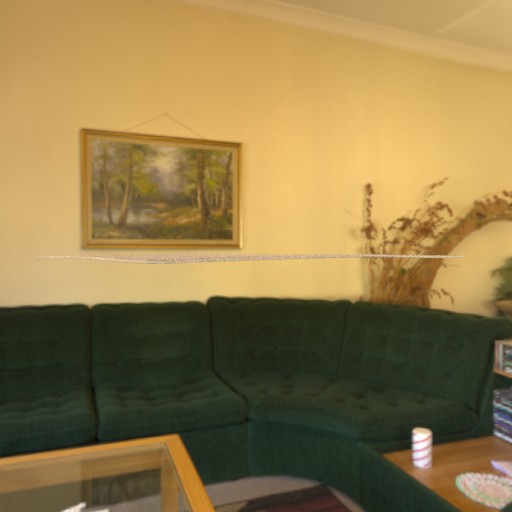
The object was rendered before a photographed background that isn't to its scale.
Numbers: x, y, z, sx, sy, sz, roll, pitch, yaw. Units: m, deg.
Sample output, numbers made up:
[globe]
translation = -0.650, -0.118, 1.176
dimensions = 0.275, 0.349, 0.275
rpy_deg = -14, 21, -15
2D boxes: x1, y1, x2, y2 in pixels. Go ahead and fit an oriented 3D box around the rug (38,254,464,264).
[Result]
[rug]
translation = 0.000, 0.000, 2.880
dimensions = 2.264, 0.030, 1.624
rpy_deg = 0, 1, -38
